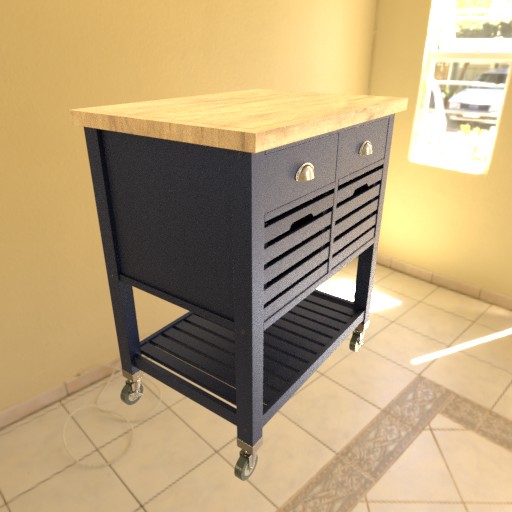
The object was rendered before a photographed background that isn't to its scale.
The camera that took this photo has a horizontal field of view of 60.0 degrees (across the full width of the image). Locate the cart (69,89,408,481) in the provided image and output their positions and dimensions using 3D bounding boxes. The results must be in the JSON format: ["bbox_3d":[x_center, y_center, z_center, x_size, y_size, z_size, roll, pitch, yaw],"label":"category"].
[{"bbox_3d":[0.000,0.000,1.406,0.567,0.920,0.797,17,30,32],"label":"cart"}]
